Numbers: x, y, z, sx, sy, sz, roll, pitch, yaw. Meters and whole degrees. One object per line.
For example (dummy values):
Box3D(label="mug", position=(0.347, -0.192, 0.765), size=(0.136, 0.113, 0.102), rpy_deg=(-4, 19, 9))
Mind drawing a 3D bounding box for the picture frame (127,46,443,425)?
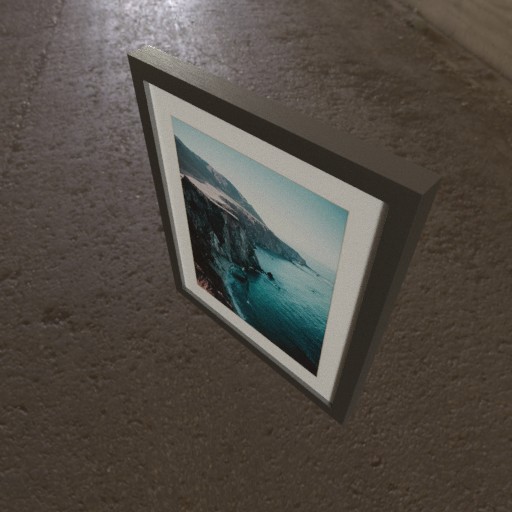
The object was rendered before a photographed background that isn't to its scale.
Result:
Box3D(label="picture frame", position=(0.000, 0.000, 1.316), size=(0.839, 0.968, 0.073), rpy_deg=(34, 56, 28))
